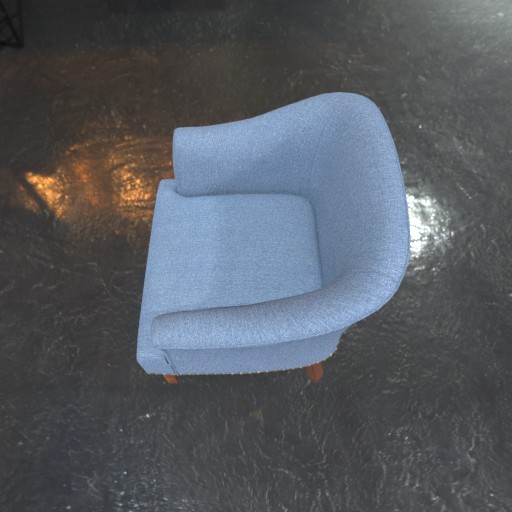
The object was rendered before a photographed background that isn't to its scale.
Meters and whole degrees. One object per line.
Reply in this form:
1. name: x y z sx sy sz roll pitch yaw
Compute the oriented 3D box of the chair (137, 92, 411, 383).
1. chair: 0.000 0.000 1.416 0.704 0.815 0.772 -1 58 0
